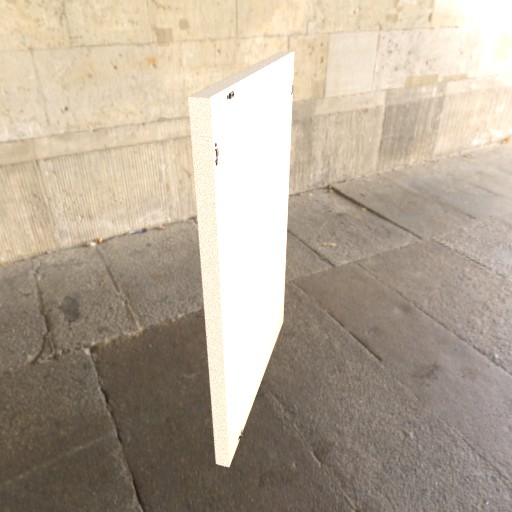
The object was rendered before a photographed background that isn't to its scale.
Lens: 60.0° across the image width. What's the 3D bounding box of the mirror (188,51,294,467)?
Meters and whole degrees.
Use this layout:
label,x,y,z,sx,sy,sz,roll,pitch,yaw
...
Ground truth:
label,x,y,z,sx,sy,sz,roll,pitch,yaw
mirror,0.000,0.000,1.161,0.041,0.915,0.609,9,32,14
